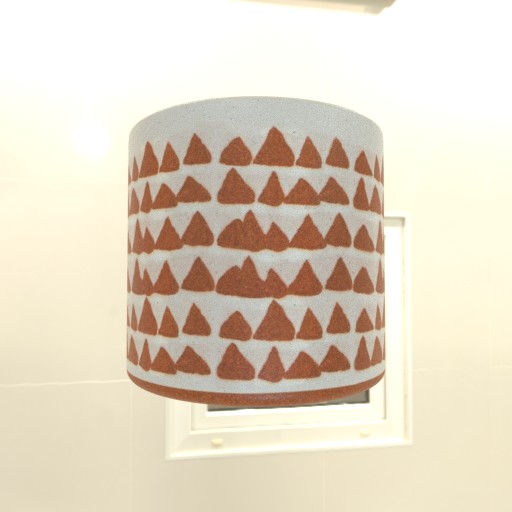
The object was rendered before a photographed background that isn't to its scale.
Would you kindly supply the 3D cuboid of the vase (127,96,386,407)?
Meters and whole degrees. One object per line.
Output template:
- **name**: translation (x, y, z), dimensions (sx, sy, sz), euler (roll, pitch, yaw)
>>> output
- **vase**: translation (0.000, 0.000, 0.246), dimensions (0.137, 0.127, 0.137), euler (0, -2, 0)
